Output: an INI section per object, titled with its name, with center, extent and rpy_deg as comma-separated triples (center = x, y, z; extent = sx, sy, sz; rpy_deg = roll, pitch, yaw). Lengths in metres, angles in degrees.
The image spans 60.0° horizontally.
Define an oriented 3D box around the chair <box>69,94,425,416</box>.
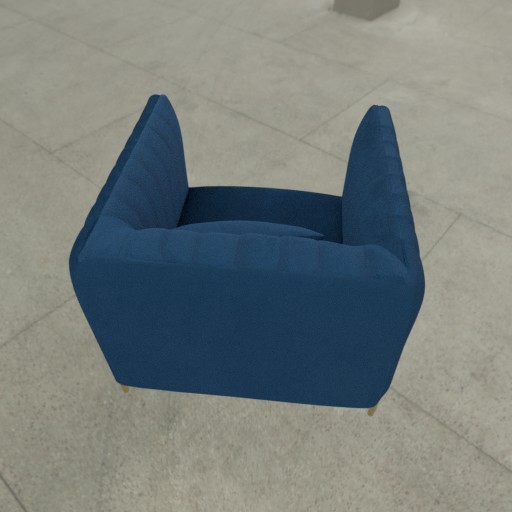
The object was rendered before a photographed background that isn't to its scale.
[chair]
center = 0.000, 0.000, 1.585
extent = 0.947, 0.793, 0.877
rpy_deg = 4, 47, 4
